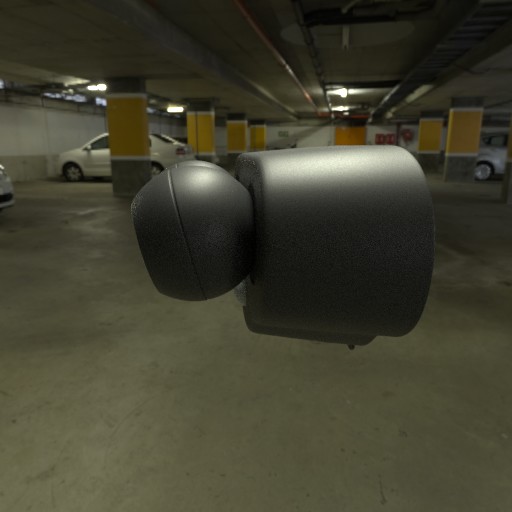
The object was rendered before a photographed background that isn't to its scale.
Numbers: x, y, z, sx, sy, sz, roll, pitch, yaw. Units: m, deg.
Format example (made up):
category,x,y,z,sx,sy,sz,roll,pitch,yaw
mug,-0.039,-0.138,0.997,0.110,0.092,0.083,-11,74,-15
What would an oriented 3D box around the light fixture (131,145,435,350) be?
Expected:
category,x,y,z,sx,sy,sz,roll,pitch,yaw
light fixture,0.000,0.000,0.330,0.159,0.159,0.229,-2,14,-7
